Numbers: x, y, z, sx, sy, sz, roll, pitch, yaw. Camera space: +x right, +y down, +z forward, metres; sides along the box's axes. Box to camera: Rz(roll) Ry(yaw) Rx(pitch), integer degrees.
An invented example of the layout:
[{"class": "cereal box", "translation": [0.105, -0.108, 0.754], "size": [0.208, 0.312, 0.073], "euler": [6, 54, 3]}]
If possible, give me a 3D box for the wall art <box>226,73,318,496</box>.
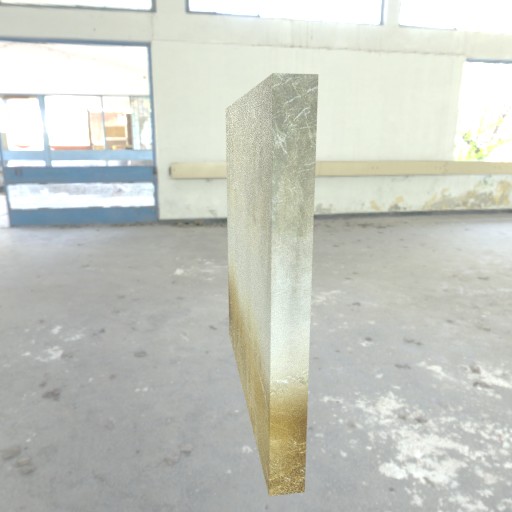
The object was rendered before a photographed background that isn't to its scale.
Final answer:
[{"class": "wall art", "translation": [0.000, 0.000, 0.602], "size": [0.038, 0.407, 0.405], "euler": [-2, 15, -9]}]
